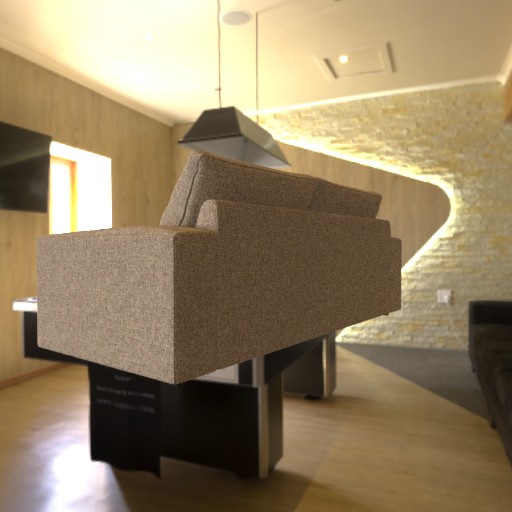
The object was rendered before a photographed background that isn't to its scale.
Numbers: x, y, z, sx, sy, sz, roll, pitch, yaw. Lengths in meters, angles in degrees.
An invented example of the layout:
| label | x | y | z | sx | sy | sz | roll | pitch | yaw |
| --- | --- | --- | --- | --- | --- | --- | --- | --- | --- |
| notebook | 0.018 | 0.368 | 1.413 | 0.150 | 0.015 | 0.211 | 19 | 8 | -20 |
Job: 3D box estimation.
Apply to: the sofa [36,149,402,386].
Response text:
| label | x | y | z | sx | sy | sz | roll | pitch | yaw |
| --- | --- | --- | --- | --- | --- | --- | --- | --- | --- |
| sofa | 0.000 | 0.000 | 2.761 | 1.040 | 0.922 | 2.299 | 1 | 2 | 37 |
